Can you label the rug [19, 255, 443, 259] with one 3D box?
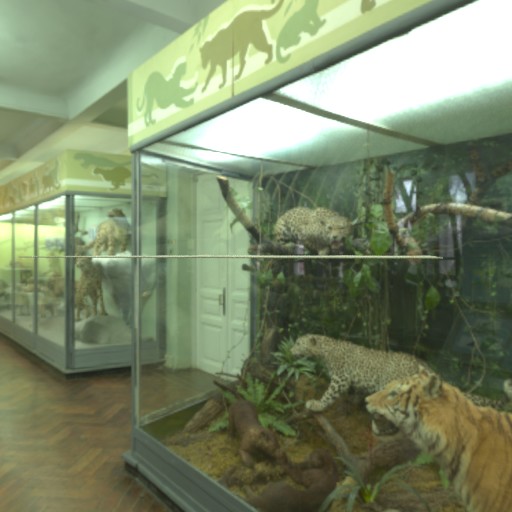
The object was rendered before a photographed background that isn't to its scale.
[{"bbox_3d":[0.000,0.000,4.082,3.051,0.021,2.448,0,0,20],"label":"rug"}]
